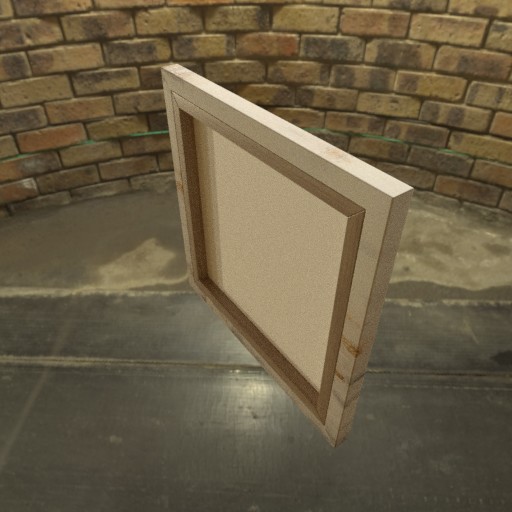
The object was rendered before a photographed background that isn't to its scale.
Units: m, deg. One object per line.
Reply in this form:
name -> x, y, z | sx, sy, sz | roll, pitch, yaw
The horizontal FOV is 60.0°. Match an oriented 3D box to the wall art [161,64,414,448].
wall art -> 0.000, 0.000, 0.922 | 0.040, 0.613, 0.611 | -25, 46, -27
